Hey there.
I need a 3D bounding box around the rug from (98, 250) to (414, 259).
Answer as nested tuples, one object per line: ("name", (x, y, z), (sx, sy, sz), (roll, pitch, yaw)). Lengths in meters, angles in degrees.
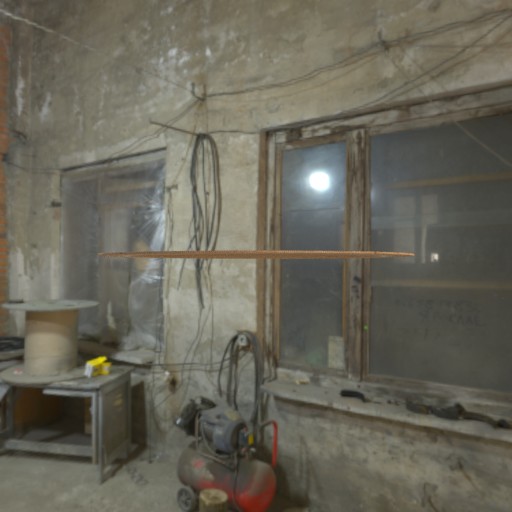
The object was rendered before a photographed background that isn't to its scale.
("rug", (0.000, 0.000, 3.638), (2.444, 0.015, 2.444), (0, -1, 0))
